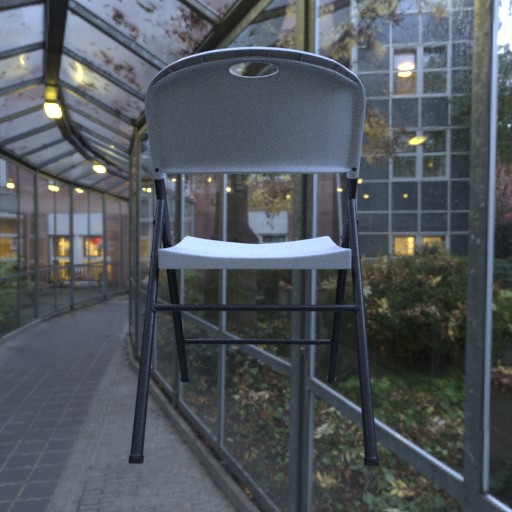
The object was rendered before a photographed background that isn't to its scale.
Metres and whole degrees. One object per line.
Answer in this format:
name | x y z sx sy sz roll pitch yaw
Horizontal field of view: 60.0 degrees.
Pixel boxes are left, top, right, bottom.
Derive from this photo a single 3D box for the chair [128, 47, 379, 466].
chair | 0.000 0.000 1.124 0.494 0.810 0.566 0 1 1
